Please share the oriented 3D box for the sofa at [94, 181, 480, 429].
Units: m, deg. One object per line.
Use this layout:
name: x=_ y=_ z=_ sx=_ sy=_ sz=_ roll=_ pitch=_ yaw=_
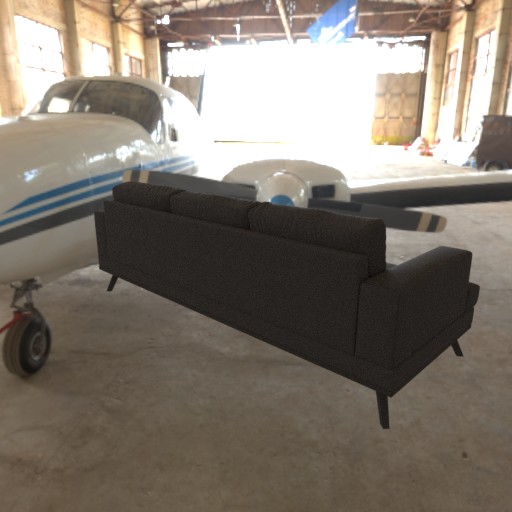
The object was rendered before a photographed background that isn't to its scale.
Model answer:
sofa: x=0.000 y=0.000 z=2.697 sx=2.310 sy=0.810 sz=0.920 roll=15 pitch=22 yaw=42
